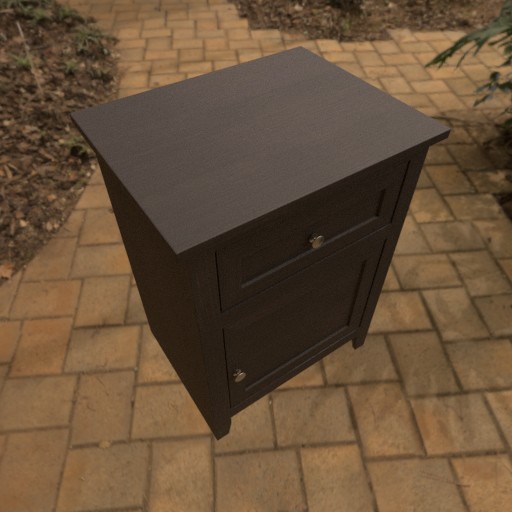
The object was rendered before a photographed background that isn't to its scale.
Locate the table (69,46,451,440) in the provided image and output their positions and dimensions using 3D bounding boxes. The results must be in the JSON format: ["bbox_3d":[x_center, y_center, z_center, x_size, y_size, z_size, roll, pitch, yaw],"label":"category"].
[{"bbox_3d":[0.000,0.000,0.941,0.480,0.635,0.381,-26,52,-22],"label":"table"}]
